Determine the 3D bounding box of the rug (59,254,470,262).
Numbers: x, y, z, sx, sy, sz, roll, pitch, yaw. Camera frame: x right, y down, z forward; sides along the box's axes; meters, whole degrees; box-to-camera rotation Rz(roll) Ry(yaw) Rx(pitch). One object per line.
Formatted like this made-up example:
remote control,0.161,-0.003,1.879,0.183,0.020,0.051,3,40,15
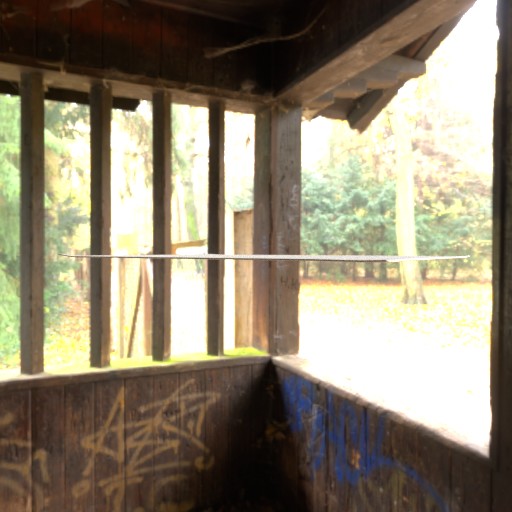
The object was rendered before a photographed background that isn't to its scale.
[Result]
rug,0.000,0.000,2.453,1.947,0.023,1.214,0,1,37
